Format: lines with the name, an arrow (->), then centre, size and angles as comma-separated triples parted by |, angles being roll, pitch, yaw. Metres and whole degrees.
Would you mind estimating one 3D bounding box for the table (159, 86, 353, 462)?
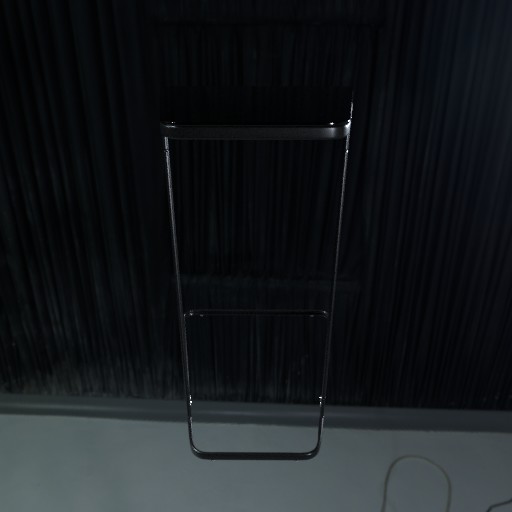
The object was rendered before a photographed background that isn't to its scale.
table -> 0.000, 0.000, 0.928 | 0.427, 0.624, 0.500 | 0, 26, 0
